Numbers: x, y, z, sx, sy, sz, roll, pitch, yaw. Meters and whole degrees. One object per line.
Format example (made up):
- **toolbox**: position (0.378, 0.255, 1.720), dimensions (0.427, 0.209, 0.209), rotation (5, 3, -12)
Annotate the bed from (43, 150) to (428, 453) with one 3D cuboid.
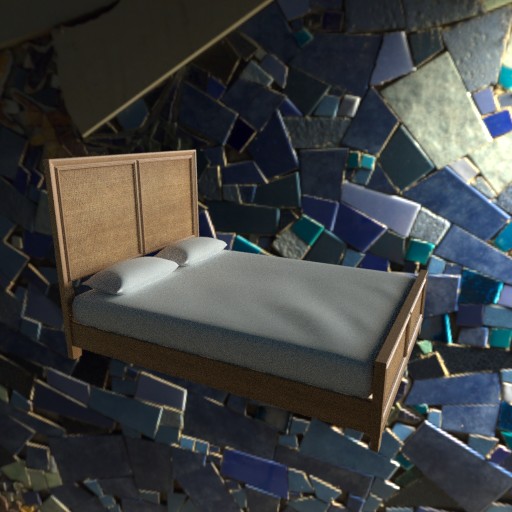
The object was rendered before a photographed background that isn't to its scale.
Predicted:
- **bed**: position (0.000, 0.000, 3.184), dimensions (2.184, 1.387, 1.606), rotation (8, 18, 26)
